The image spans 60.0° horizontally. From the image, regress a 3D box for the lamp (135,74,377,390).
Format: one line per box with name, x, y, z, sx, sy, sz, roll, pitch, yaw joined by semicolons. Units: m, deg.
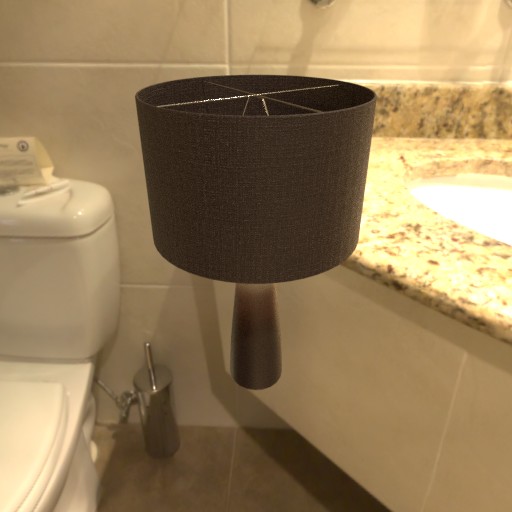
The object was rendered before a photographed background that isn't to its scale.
lamp;0.000;0.000;0.690;0.303;0.488;0.303;0;30;0
